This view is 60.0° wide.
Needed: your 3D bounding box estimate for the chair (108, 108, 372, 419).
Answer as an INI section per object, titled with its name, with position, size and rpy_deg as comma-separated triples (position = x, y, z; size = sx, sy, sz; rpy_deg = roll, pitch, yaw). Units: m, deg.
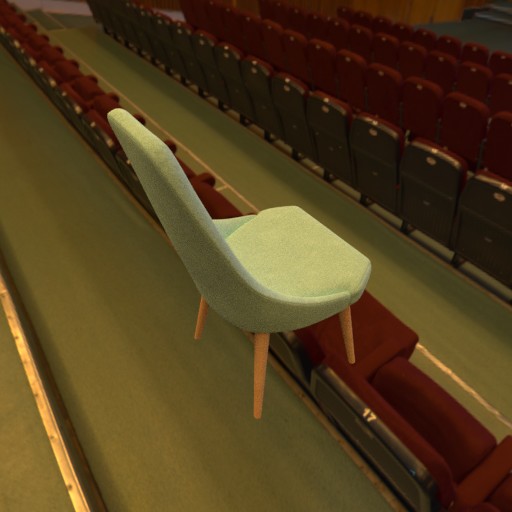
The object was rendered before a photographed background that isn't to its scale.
[chair]
position = 0.000, 0.000, 1.380
size = 0.660, 1.040, 0.510
rpy_deg = -25, 47, -26
